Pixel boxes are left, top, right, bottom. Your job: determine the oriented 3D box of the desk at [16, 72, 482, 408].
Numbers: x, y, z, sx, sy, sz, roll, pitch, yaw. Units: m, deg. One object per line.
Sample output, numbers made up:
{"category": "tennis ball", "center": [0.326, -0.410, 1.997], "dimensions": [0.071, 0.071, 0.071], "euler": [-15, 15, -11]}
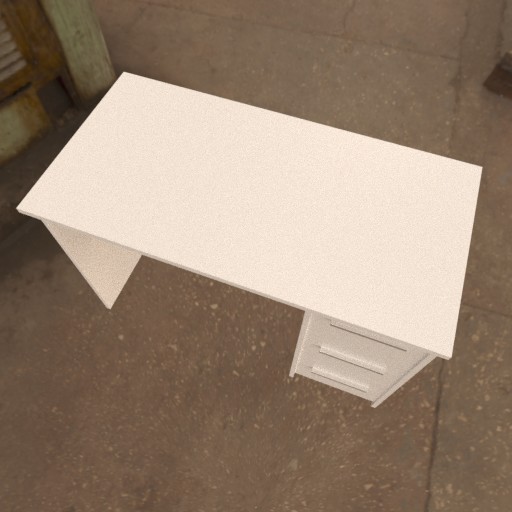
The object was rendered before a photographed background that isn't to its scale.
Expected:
{"category": "desk", "center": [0.000, 0.000, 1.483], "dimensions": [1.097, 0.735, 0.560], "euler": [18, 62, 10]}
